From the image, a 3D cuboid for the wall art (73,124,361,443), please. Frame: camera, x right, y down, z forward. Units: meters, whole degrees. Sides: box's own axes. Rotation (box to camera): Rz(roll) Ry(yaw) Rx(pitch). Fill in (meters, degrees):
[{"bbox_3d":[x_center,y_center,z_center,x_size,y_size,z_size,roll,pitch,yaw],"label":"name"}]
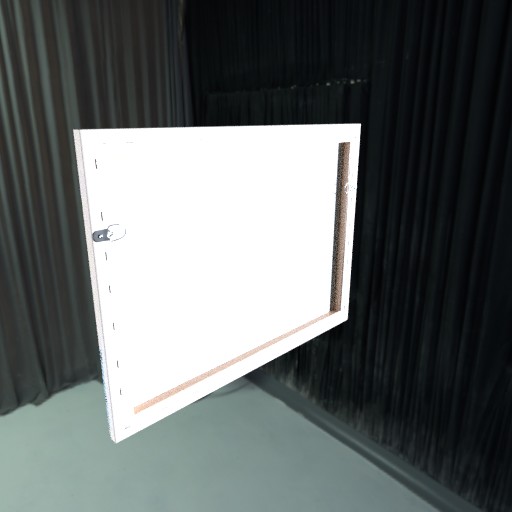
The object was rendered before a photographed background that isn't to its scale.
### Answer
[{"bbox_3d":[0.000,0.000,1.619,1.219,0.912,0.042,-17,24,-42],"label":"wall art"}]
